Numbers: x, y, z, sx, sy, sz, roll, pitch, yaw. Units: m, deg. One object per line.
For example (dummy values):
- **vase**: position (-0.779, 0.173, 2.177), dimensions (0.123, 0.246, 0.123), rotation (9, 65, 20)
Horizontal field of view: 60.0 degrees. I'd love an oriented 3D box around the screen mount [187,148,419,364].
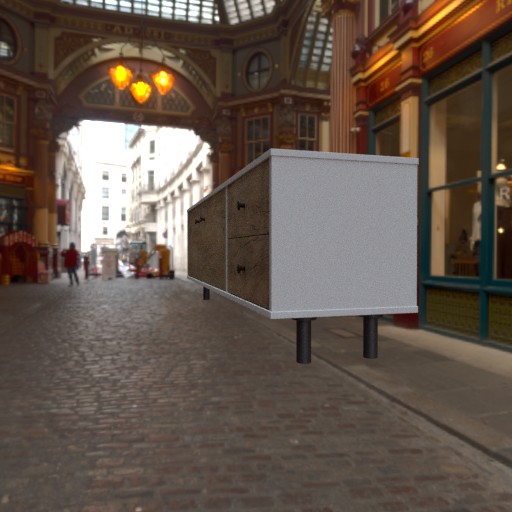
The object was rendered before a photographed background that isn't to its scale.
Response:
- **screen mount**: position (0.000, 0.000, 1.858), dimensions (0.418, 0.520, 1.600), rotation (0, 1, -16)
